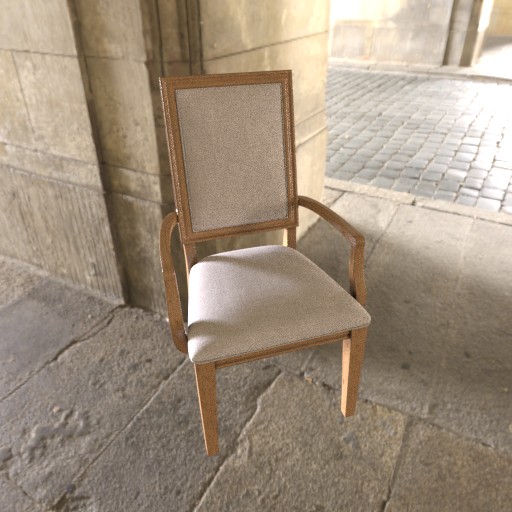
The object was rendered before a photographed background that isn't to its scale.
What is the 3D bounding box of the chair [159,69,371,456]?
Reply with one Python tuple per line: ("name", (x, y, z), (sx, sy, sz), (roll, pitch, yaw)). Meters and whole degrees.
("chair", (0.000, 0.000, 1.396), (0.606, 0.990, 0.602), (-10, 33, -15))
